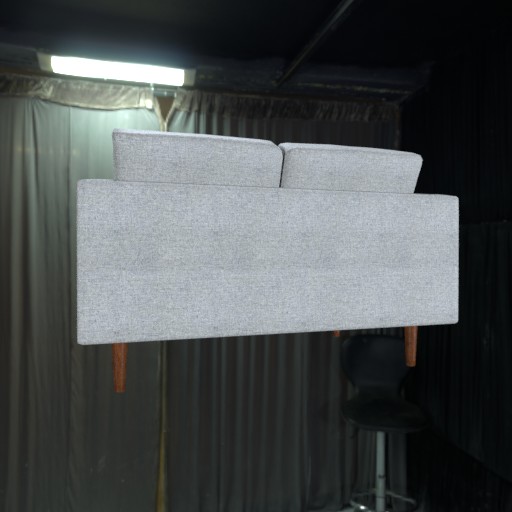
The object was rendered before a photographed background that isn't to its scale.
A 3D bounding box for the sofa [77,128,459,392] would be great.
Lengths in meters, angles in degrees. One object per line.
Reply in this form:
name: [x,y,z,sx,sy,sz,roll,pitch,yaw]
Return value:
sofa: [0.000,0.000,2.139,1.527,0.973,0.969,0,1,-17]
